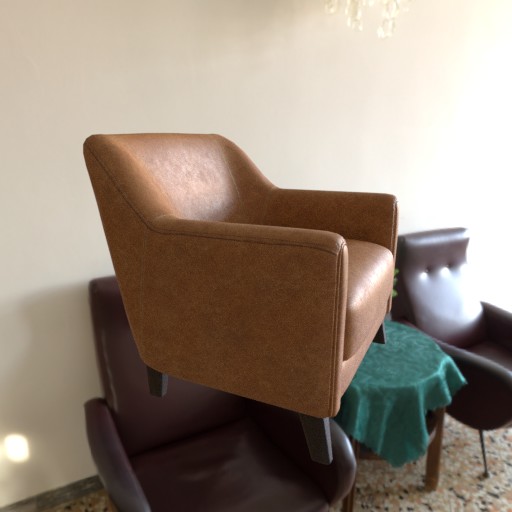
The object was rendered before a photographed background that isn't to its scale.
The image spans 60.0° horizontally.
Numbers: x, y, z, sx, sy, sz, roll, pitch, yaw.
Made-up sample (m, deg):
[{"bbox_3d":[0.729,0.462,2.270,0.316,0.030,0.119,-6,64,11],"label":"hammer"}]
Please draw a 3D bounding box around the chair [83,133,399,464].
[{"bbox_3d":[0.000,0.000,1.831,1.034,0.980,1.037,7,17,25],"label":"chair"}]
